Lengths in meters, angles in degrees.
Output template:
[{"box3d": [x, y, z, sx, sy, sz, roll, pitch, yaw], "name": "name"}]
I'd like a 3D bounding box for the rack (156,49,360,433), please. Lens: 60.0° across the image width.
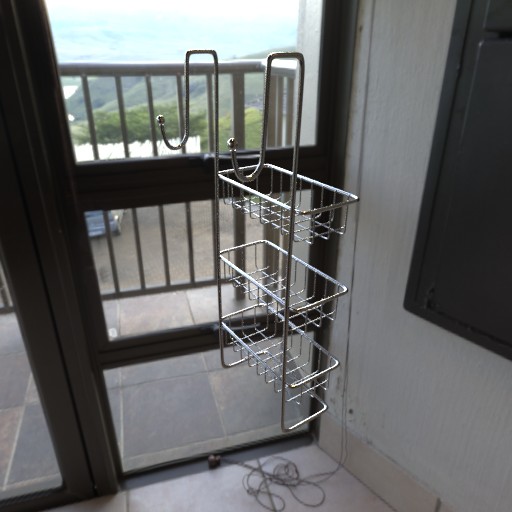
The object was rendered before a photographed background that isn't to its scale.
[{"box3d": [0.000, 0.000, 0.682, 0.202, 0.574, 0.228, -17, 31, -30], "name": "rack"}]
